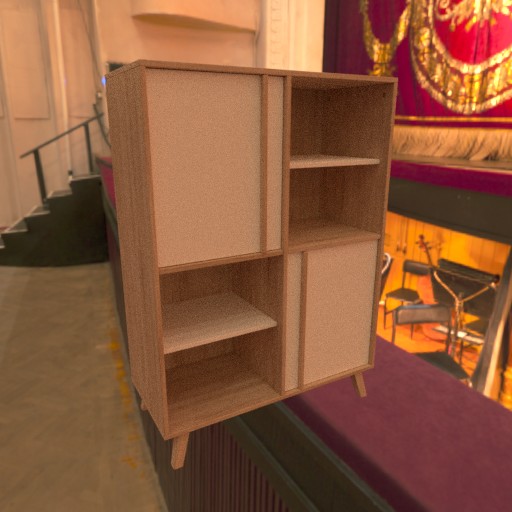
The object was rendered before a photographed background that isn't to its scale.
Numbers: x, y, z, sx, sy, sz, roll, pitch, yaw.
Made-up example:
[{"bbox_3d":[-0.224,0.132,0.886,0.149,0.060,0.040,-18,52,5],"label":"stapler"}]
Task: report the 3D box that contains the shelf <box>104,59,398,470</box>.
[{"bbox_3d":[0.000,0.000,1.841,1.000,1.390,0.450,-9,19,-28],"label":"shelf"}]
